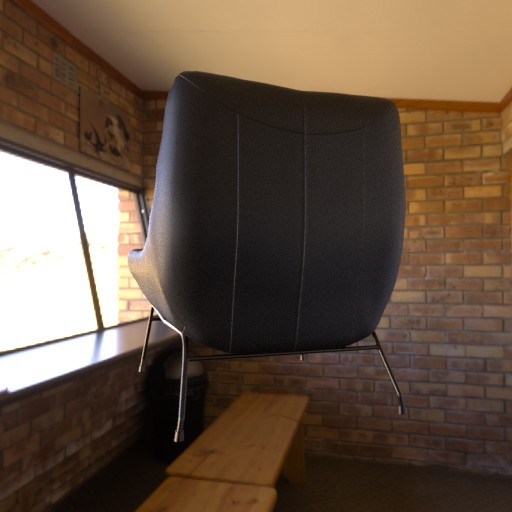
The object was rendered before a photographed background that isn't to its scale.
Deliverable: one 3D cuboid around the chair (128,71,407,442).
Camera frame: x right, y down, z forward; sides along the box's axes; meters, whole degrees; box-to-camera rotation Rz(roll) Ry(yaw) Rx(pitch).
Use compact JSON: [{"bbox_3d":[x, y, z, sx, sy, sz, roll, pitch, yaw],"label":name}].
[{"bbox_3d":[0.000,0.000,1.547,0.836,0.922,0.826,1,-2,-18],"label":"chair"}]
